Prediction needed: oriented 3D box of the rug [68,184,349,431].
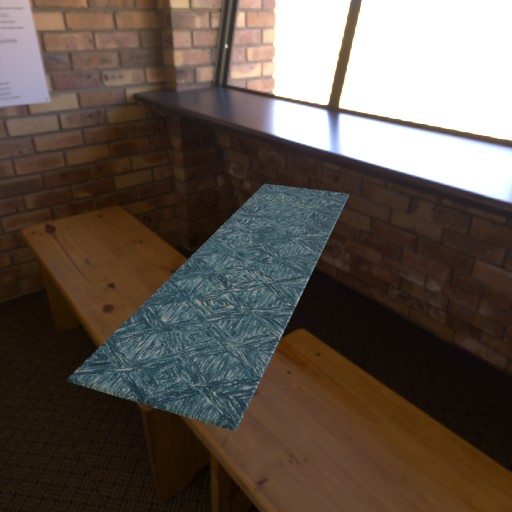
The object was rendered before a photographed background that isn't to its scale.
[{"bbox_3d":[0.000,0.000,2.489,0.676,0.016,2.286,10,30,17],"label":"rug"}]
